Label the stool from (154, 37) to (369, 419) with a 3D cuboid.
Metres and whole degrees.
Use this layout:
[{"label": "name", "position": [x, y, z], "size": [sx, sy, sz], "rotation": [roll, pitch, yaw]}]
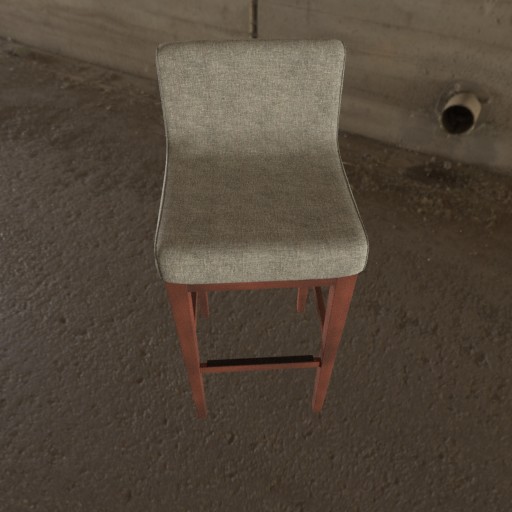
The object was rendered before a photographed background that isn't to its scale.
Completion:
[{"label": "stool", "position": [0.000, 0.000, 1.190], "size": [0.426, 0.965, 0.499], "rotation": [-2, 45, -2]}]
